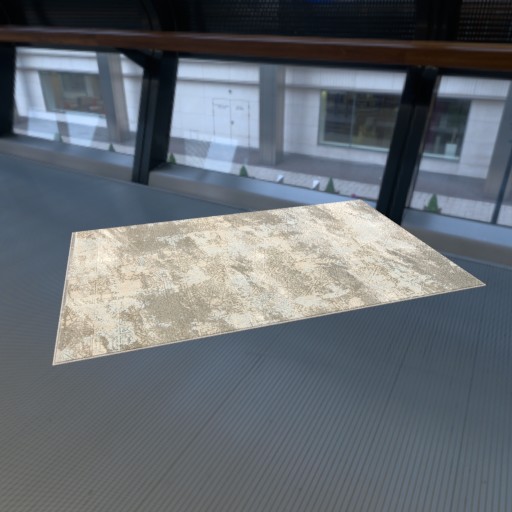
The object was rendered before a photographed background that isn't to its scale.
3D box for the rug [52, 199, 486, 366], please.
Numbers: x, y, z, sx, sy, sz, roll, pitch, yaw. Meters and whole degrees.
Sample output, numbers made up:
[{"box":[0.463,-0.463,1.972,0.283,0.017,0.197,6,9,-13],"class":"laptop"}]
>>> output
[{"box":[0.000,0.000,3.008,2.431,0.012,1.536,-8,29,-15],"class":"rug"}]
